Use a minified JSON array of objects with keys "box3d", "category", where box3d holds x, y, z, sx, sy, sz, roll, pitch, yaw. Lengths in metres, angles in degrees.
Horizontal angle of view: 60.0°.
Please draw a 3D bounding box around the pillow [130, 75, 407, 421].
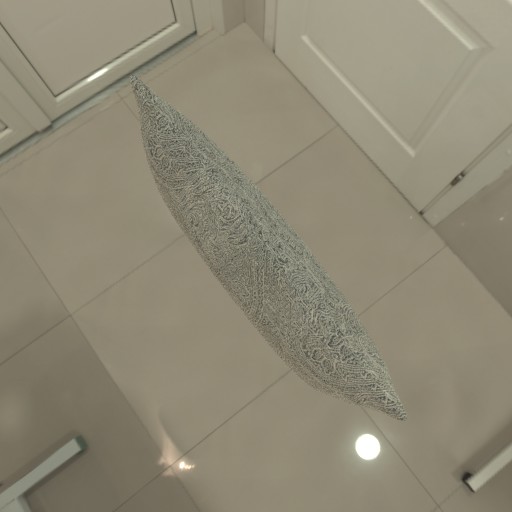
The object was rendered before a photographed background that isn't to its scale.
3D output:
[{"box3d":[0.000,0.000,0.746,0.151,0.295,0.615,-37,79,-8],"category":"pillow"}]
